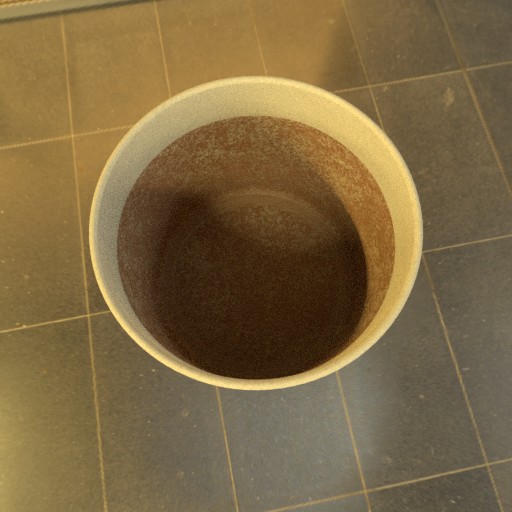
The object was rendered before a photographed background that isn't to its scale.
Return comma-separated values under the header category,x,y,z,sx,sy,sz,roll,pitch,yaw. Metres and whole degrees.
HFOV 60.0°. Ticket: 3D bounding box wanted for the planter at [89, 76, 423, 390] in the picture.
category,x,y,z,sx,sy,sz,roll,pitch,yaw
planter,0.000,0.000,0.276,0.159,0.138,0.159,0,74,0
